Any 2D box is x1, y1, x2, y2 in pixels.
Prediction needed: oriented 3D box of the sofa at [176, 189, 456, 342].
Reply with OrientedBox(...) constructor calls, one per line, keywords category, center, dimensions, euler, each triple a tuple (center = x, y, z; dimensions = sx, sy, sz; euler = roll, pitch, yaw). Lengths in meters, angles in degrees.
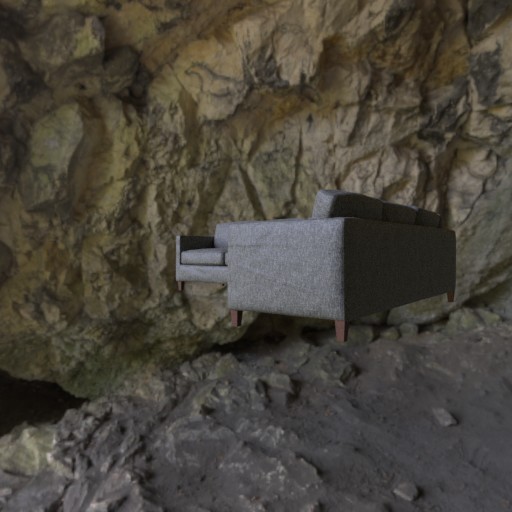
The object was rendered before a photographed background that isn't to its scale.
OrientedBox(category="sofa", center=(0.000, 0.000, 4.573), dimensions=(3.302, 0.947, 2.593), euler=(1, 1, 38))
